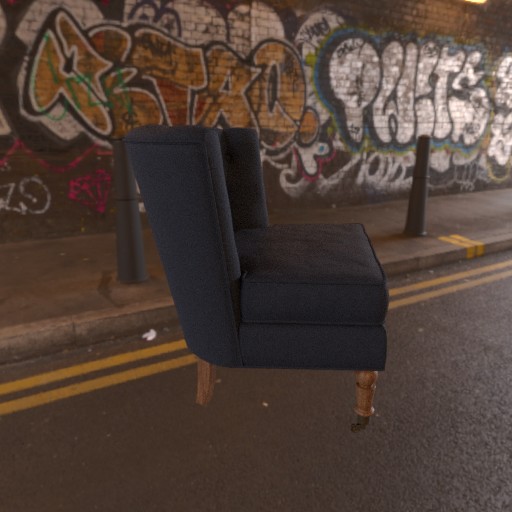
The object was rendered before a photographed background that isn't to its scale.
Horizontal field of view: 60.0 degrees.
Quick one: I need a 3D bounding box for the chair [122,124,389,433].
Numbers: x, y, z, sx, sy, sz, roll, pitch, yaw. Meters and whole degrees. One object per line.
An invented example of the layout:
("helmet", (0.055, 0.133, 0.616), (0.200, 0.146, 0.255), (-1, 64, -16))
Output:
("chair", (0.000, 0.000, 1.362), (0.718, 0.771, 0.740), (2, 16, 8))
